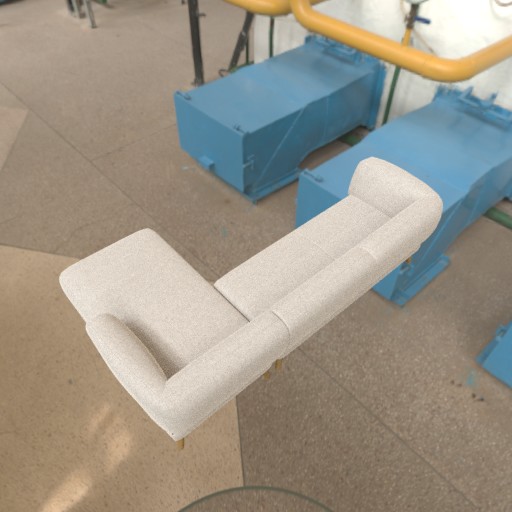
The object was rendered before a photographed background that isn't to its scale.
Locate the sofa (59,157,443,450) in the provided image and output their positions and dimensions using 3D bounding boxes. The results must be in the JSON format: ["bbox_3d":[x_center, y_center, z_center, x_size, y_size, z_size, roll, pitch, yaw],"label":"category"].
[{"bbox_3d":[0.000,0.000,3.395,2.660,0.730,1.610,-33,55,-27],"label":"sofa"}]
